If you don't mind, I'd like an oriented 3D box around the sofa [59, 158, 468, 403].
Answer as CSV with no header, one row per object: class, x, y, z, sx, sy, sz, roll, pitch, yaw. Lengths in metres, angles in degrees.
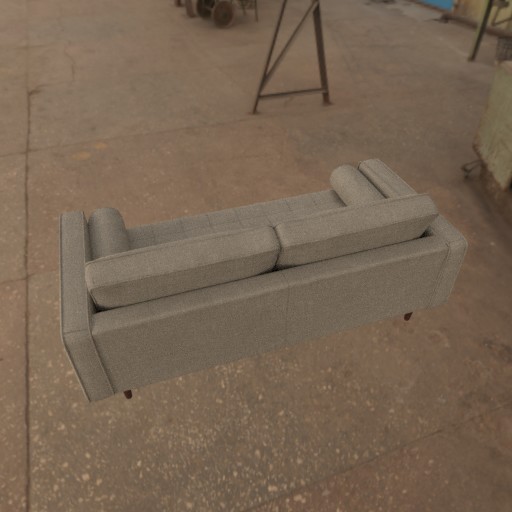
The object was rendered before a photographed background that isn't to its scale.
sofa,0.000,0.000,2.324,1.879,0.762,0.914,-12,42,-14
